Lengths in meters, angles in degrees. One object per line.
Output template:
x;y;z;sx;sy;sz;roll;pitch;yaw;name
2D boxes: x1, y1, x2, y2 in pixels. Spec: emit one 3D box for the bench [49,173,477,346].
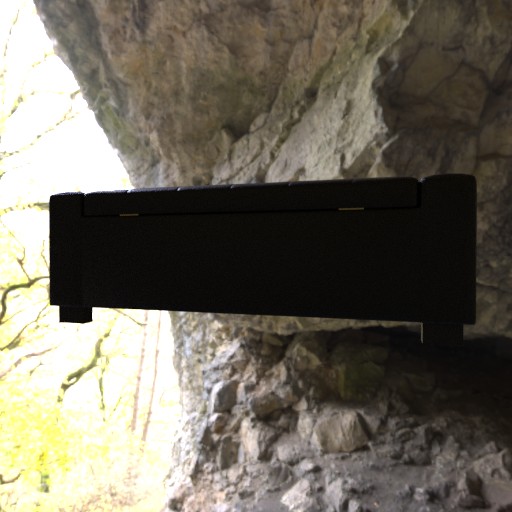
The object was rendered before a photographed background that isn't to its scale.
0.000;0.000;1.519;1.296;0.445;0.508;0;1;17;bench
